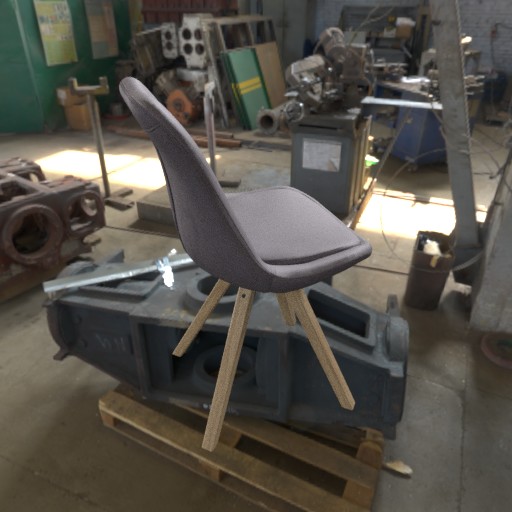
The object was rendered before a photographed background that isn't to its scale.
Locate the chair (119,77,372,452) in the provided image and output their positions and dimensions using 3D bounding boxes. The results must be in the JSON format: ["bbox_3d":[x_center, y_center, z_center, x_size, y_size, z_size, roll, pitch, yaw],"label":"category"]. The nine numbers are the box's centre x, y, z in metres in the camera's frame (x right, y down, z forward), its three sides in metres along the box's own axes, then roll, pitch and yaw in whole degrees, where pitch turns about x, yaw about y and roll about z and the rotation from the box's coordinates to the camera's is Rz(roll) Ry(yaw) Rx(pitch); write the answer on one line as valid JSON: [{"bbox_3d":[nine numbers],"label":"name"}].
[{"bbox_3d":[0.000,0.000,1.153,0.547,0.865,0.483,-11,32,-18],"label":"chair"}]
